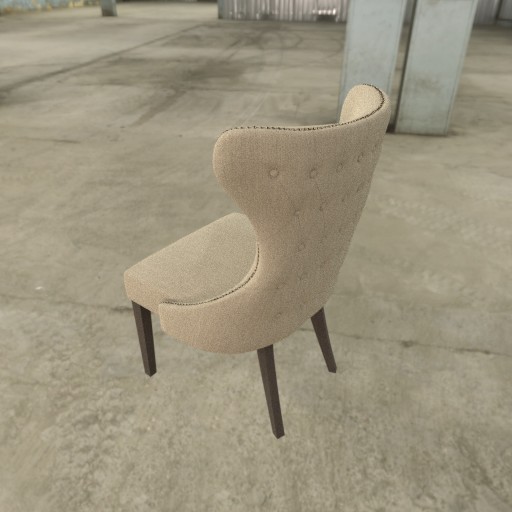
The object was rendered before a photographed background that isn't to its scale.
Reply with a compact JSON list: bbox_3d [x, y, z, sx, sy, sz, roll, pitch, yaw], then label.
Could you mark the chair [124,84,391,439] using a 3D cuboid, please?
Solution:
[{"bbox_3d":[0.000,0.000,1.361,0.635,0.967,0.628,22,37,31],"label":"chair"}]
